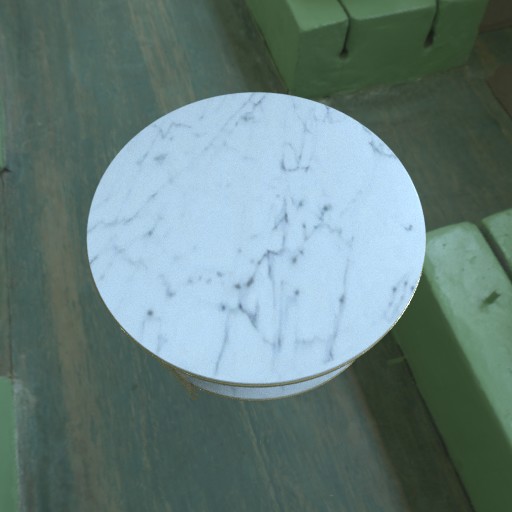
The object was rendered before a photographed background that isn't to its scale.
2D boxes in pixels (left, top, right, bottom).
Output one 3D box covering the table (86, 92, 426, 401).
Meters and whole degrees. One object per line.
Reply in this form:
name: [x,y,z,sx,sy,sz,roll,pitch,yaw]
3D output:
table: [0.000,0.000,1.253,0.800,0.450,0.800,0,63,0]
